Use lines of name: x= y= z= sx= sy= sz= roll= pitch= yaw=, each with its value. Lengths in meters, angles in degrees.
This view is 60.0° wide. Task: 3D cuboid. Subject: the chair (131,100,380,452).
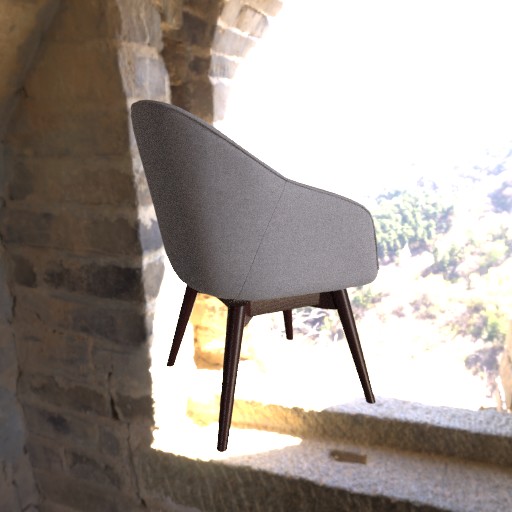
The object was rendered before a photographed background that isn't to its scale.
chair: x=0.000 y=0.000 z=1.272 sx=0.635 sy=0.823 sz=0.596 roll=-7 pitch=16 yaw=-25
